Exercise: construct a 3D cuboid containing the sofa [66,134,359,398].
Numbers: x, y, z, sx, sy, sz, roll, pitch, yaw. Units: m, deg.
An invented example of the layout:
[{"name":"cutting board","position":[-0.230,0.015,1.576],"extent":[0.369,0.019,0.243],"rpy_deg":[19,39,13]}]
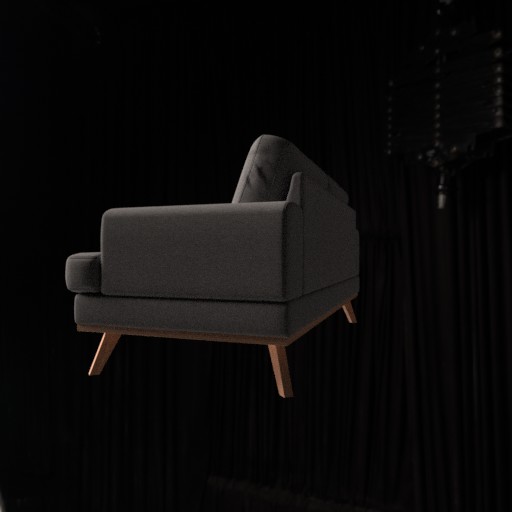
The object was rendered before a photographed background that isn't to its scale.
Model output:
[{"name":"sofa","position":[0.000,0.000,2.115],"extent":[0.785,0.810,1.650],"rpy_deg":[0,0,20]}]
